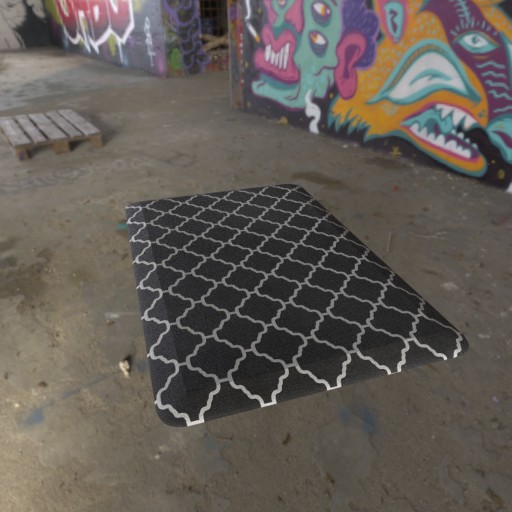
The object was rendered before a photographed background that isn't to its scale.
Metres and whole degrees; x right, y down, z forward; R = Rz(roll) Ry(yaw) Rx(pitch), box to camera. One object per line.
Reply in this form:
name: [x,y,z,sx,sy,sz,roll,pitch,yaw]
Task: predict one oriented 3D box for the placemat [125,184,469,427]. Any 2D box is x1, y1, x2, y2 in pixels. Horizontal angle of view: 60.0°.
placemat: [0.000,0.000,0.951,0.508,0.021,0.762,-9,32,-15]
